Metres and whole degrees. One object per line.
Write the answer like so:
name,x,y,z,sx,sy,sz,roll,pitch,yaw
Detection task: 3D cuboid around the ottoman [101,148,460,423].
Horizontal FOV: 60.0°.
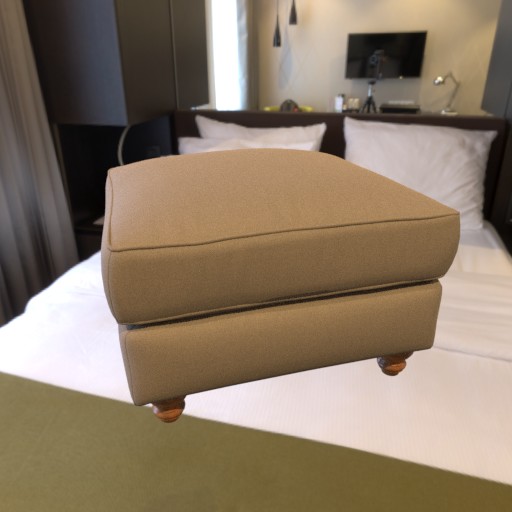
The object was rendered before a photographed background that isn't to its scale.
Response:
ottoman,0.000,0.000,1.152,0.721,0.505,0.662,-7,25,-15
